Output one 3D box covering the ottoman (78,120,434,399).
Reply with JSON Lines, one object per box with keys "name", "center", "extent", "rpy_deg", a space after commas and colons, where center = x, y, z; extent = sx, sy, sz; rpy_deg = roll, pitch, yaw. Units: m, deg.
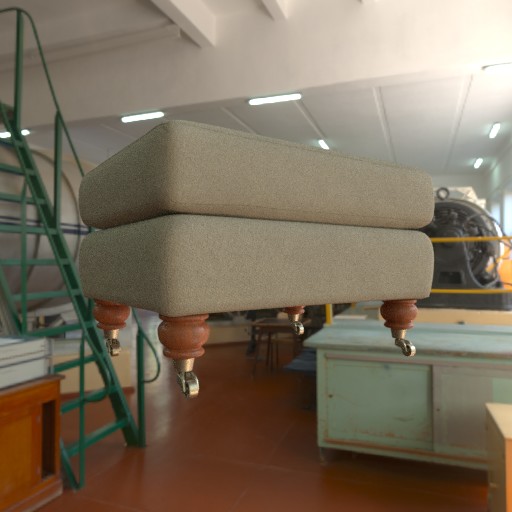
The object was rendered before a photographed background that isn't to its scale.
{"name": "ottoman", "center": [0.000, 0.000, 1.146], "extent": [0.773, 0.504, 0.569], "rpy_deg": [1, -1, -35]}
